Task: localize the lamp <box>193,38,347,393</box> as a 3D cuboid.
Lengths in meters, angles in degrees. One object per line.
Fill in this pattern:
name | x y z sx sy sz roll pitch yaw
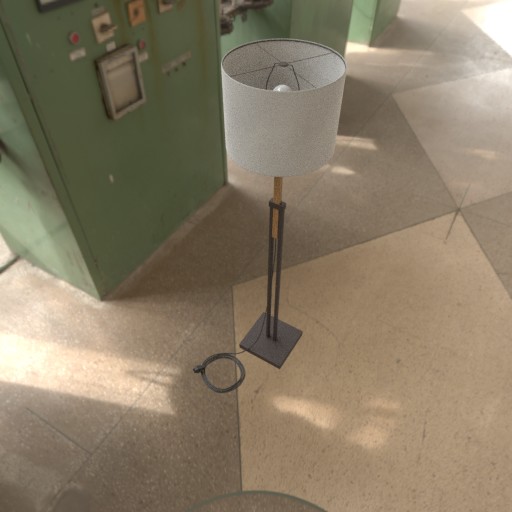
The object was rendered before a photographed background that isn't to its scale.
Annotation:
lamp | 0.000 0.000 1.980 0.474 1.650 0.639 24 51 21
